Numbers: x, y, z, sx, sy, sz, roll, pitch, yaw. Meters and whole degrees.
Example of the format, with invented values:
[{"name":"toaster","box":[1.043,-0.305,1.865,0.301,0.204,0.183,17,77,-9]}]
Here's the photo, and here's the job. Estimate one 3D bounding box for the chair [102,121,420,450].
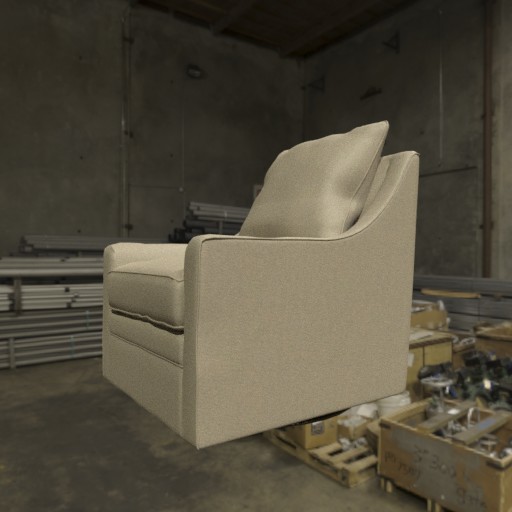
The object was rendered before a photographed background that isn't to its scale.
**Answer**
[{"name":"chair","box":[0.000,0.000,1.558,0.876,0.942,0.760,0,0,-35]}]
